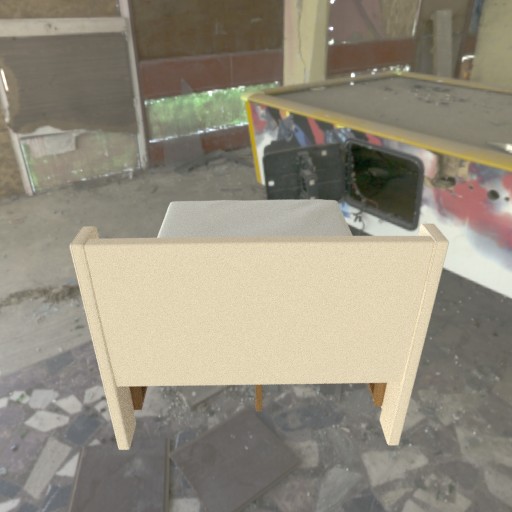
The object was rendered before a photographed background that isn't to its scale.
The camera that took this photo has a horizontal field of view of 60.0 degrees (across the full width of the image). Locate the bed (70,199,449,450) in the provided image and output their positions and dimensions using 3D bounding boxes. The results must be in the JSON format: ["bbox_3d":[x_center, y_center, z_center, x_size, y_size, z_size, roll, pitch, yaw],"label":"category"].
[{"bbox_3d":[0.000,0.000,3.395,1.765,1.471,2.280,-1,30,-1],"label":"bed"}]
